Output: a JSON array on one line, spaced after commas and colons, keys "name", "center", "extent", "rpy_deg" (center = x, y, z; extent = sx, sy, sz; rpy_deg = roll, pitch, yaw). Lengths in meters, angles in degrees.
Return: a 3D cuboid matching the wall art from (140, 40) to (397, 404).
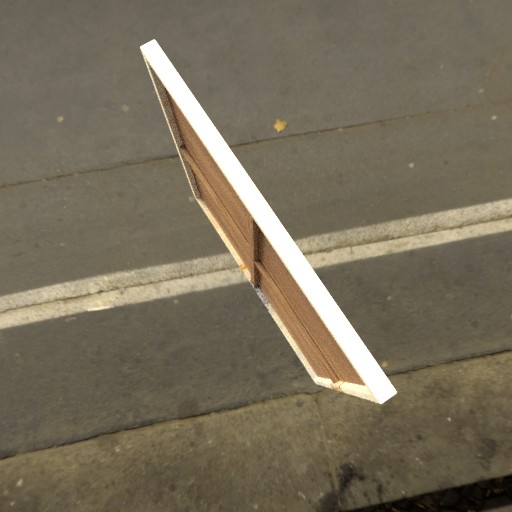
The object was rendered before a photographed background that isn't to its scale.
[{"name": "wall art", "center": [0.000, 0.000, 1.318], "extent": [0.038, 0.889, 0.889], "rpy_deg": [-32, 78, -7]}]
